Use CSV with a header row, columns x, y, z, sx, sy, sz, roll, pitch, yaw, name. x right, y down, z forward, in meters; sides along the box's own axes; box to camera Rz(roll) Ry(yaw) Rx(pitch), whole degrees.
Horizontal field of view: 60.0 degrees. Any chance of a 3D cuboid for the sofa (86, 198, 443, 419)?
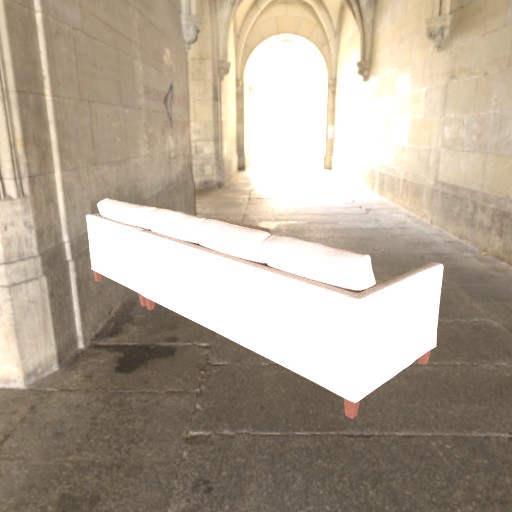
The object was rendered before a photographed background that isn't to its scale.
x,y,z,sx,sy,sz,roll,pitch,yaw,name
0.000,0.000,3.845,1.625,0.861,3.186,-14,21,-42,sofa
